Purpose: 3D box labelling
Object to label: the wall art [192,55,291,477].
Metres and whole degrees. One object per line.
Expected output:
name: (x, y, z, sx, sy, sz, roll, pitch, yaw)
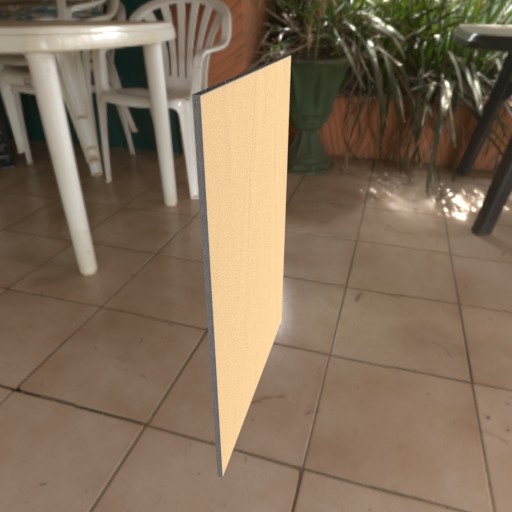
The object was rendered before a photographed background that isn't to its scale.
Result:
wall art: (0.000, 0.000, 1.427, 0.016, 1.116, 0.810, 8, 30, 14)
